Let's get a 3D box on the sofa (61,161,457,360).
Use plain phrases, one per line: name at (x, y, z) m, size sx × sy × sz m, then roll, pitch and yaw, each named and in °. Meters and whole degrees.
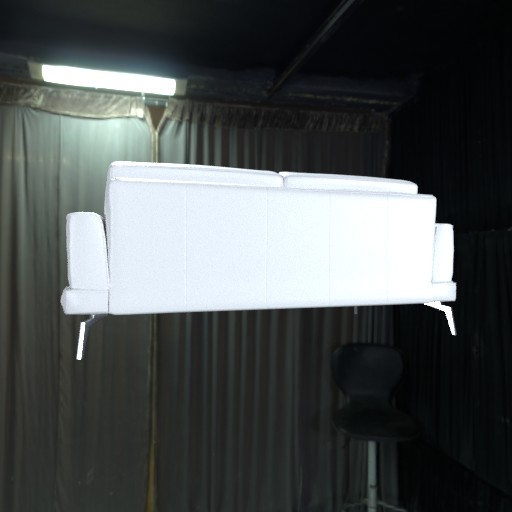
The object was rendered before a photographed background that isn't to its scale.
sofa at (0.000, 0.000, 2.765) m, size 2.177 × 0.930 × 1.121 m, roll 0°, pitch -1°, yaw -18°
